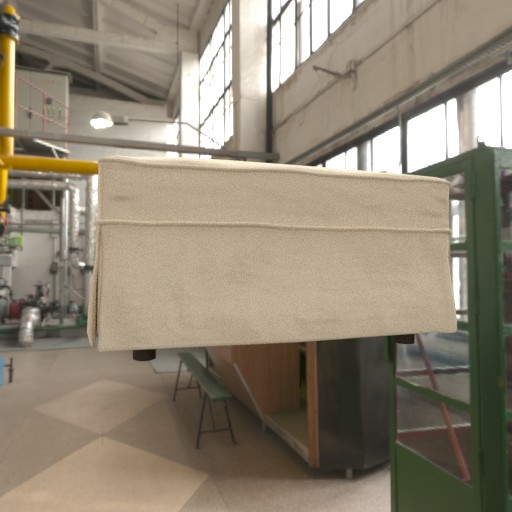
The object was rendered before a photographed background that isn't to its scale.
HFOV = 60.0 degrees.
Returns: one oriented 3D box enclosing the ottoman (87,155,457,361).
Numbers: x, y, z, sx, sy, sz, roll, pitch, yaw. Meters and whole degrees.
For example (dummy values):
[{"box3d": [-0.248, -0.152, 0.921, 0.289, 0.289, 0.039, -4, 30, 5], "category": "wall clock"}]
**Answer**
[{"box3d": [0.000, 0.000, 1.348, 0.944, 0.479, 0.703, 0, -1, -18], "category": "ottoman"}]
